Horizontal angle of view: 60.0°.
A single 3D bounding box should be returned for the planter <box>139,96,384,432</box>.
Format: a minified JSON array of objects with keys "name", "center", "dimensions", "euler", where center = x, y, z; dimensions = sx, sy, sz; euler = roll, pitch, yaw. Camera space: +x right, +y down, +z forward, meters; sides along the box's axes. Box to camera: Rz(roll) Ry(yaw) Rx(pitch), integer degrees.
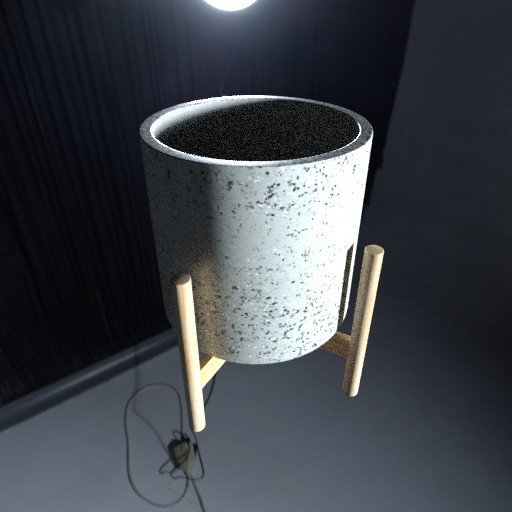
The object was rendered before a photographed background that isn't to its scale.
[{"name":"planter","center":[0.000,0.000,0.702],"dimensions":[0.360,0.419,0.360],"euler":[-23,39,-31]}]
